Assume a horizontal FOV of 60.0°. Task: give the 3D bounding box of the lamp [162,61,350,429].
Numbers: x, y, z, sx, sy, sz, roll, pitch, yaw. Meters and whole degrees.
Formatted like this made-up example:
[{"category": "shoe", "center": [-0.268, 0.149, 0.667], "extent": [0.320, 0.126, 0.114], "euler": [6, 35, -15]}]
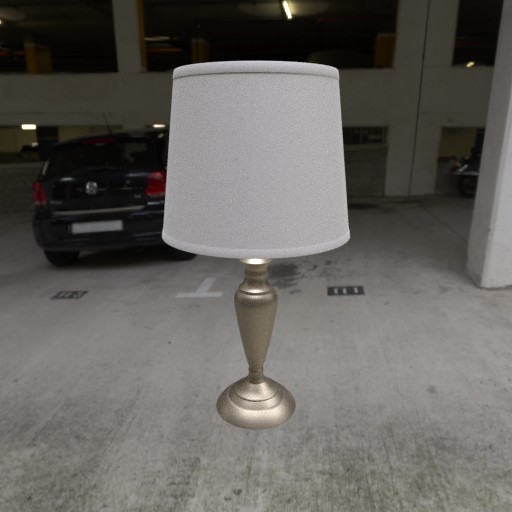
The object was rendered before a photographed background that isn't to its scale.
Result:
[{"category": "lamp", "center": [0.000, 0.000, 0.803], "extent": [0.328, 0.619, 0.328], "euler": [0, 17, 0]}]
